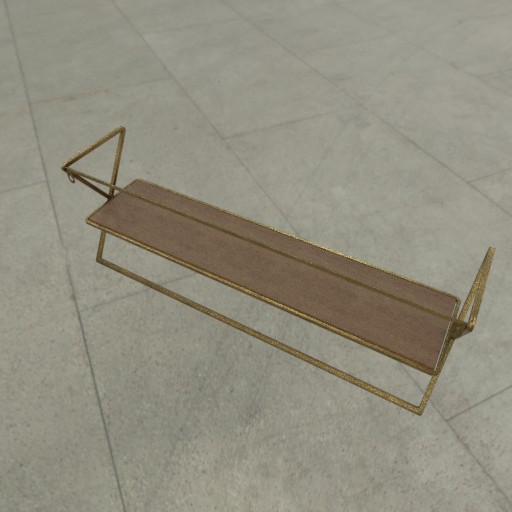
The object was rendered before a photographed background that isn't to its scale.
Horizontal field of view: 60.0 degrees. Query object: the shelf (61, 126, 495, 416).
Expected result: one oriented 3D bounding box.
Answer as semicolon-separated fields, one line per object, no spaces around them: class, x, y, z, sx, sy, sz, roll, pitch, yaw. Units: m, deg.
shelf;0.000;0.000;0.733;0.645;0.229;0.150;22;49;20
